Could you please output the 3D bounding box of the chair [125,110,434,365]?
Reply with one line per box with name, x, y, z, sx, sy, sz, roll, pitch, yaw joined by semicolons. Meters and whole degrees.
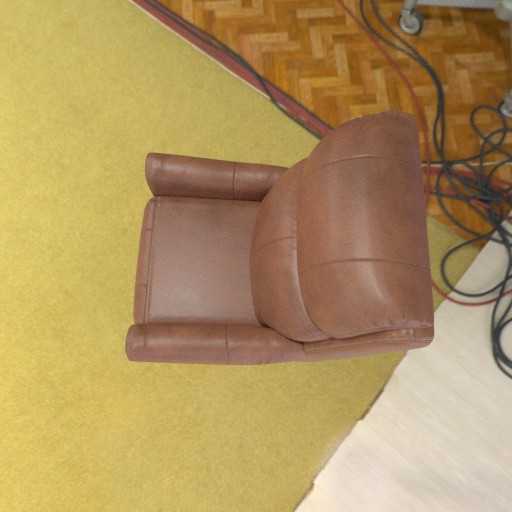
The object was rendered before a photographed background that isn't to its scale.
chair;0.000;0.000;1.748;1.014;1.054;0.838;2;74;0
